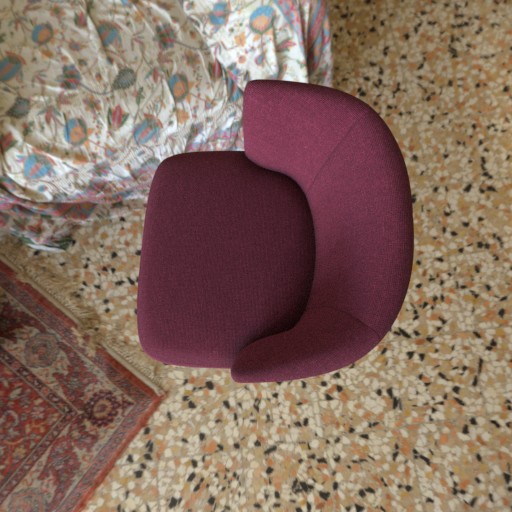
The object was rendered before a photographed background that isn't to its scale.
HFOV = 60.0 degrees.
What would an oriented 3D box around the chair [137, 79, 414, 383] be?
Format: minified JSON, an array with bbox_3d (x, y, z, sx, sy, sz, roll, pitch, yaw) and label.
[{"bbox_3d":[0.000,0.000,1.287,0.660,0.760,0.700,2,75,1],"label":"chair"}]
